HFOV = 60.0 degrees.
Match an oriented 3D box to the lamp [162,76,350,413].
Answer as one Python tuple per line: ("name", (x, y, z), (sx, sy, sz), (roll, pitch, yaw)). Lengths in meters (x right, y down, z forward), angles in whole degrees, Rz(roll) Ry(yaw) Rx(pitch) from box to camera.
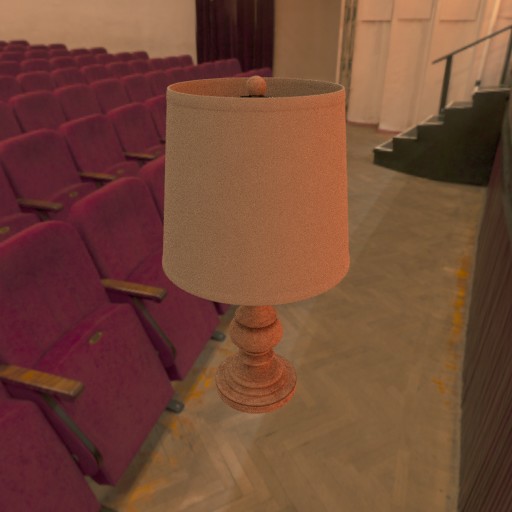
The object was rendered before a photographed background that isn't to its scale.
("lamp", (0.000, 0.000, 0.657), (0.273, 0.497, 0.273), (0, 27, 0))
